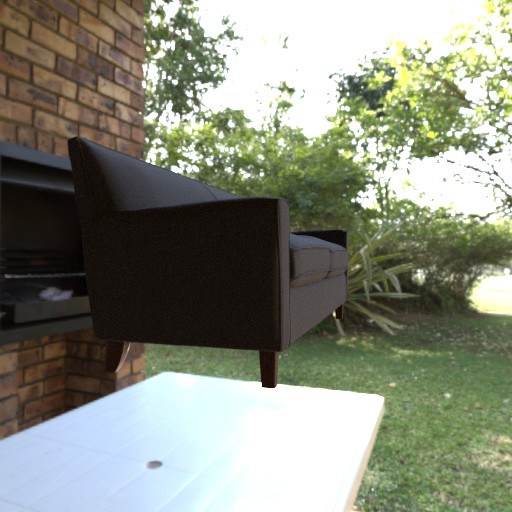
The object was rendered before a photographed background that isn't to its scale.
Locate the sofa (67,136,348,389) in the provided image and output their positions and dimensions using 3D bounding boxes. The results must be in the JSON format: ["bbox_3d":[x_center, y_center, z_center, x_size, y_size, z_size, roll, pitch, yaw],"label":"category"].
[{"bbox_3d":[0.000,0.000,2.469,0.843,0.907,2.002,0,0,18],"label":"sofa"}]
